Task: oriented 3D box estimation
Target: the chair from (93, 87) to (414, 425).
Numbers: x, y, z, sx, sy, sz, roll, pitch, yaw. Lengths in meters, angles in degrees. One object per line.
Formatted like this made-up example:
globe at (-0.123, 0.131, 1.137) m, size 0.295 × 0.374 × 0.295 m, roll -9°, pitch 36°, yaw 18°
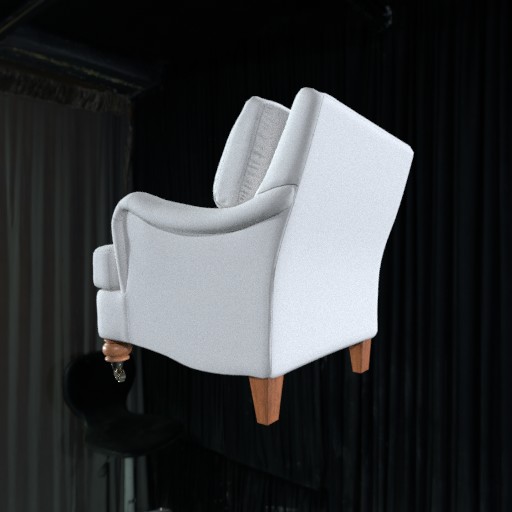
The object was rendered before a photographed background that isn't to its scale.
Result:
chair at (0.000, 0.000, 1.880) m, size 1.070 × 1.038 × 0.955 m, roll 0°, pitch 1°, yaw 36°
